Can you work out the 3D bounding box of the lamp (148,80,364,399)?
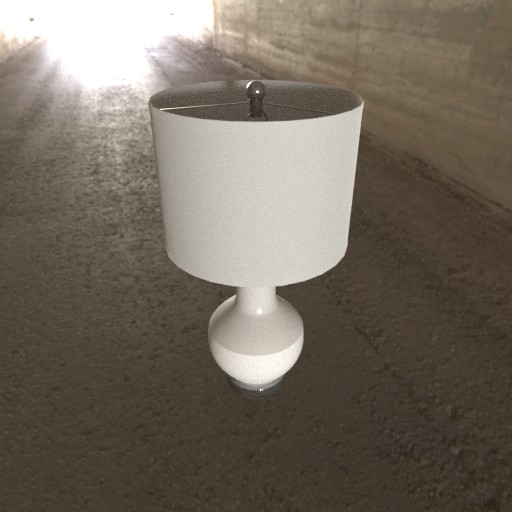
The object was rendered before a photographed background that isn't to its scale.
[{"bbox_3d":[0.000,0.000,0.903,0.357,0.673,0.357,21,36,32],"label":"lamp"}]
